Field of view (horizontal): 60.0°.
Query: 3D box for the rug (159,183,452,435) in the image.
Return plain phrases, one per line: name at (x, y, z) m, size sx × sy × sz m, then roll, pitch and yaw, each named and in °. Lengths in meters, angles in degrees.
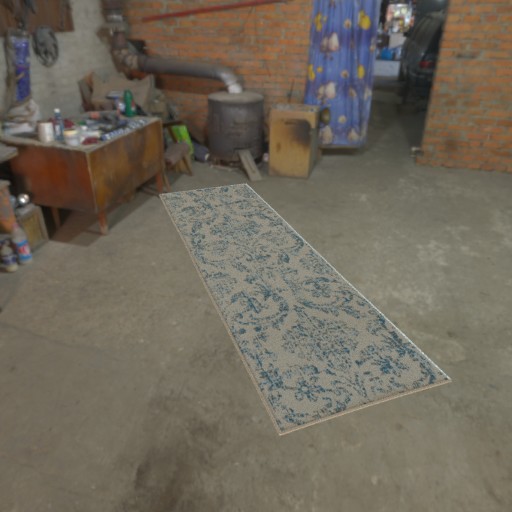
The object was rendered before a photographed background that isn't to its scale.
rug at (0.000, 0.000, 2.361) m, size 0.662 × 0.011 × 2.196 m, roll -10°, pitch 30°, yaw -18°
